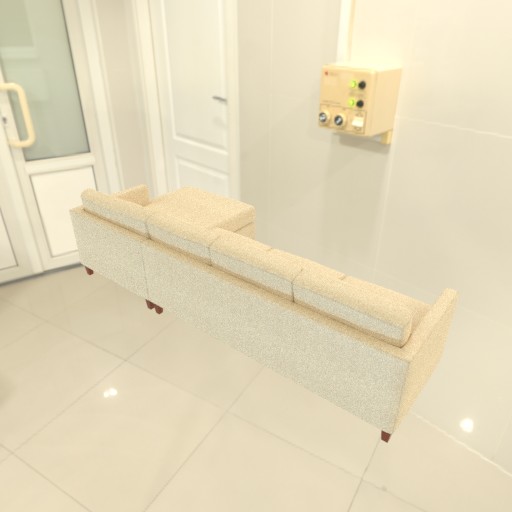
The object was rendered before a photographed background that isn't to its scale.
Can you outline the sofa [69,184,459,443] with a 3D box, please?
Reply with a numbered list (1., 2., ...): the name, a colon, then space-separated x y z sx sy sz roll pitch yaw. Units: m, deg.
1. sofa: 0.000 0.000 4.087 3.471 0.954 1.603 21 36 32
